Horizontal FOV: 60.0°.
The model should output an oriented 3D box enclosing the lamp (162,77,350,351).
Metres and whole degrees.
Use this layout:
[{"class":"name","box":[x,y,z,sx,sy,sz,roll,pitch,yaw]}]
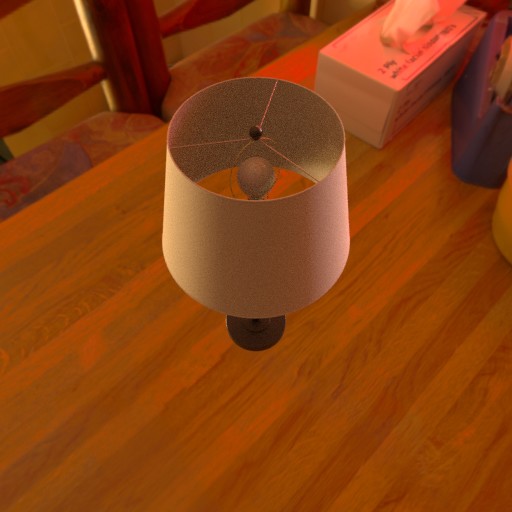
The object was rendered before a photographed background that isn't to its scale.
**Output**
[{"class":"lamp","box":[0.000,0.000,0.935,0.363,0.696,0.363,0,58,0]}]
